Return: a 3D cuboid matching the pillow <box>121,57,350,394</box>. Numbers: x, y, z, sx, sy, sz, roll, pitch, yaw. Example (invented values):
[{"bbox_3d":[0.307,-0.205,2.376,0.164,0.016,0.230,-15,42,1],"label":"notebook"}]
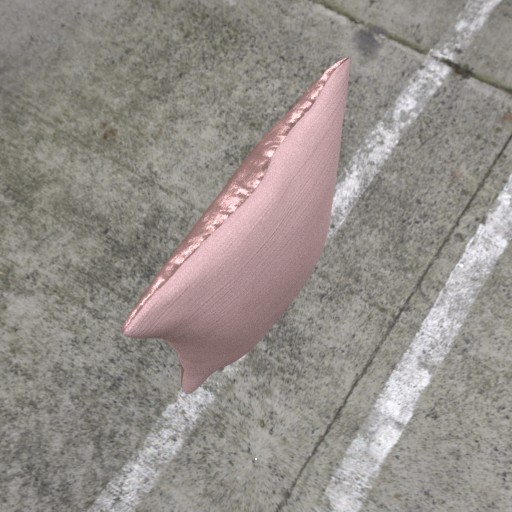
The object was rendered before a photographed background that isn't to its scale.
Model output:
[{"bbox_3d":[0.000,0.000,0.736,0.175,0.464,0.470,33,70,14],"label":"pillow"}]
